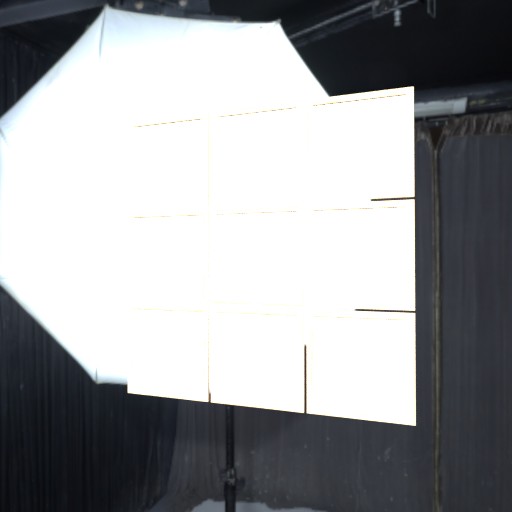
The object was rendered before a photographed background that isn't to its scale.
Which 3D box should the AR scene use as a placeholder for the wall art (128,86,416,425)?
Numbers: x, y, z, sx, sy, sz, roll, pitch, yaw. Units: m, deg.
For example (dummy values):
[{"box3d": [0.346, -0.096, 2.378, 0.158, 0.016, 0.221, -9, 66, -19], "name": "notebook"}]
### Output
[{"box3d": [0.000, 0.000, 1.801, 1.214, 1.219, 0.013, 0, -1, 19], "name": "wall art"}]
